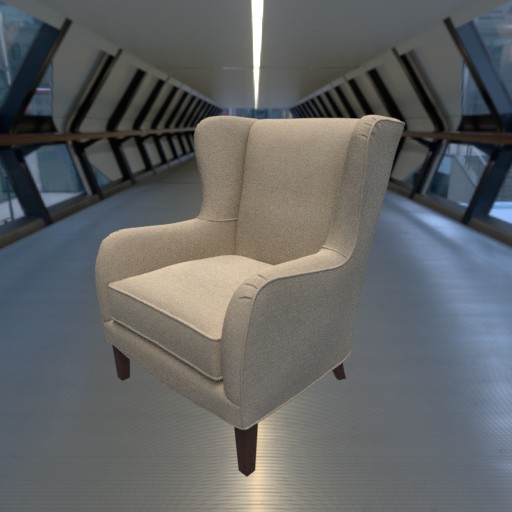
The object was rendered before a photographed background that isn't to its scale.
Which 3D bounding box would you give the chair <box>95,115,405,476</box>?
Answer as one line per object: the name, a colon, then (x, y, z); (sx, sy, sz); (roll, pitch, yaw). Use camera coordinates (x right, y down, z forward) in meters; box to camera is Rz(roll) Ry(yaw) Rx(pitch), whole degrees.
chair: (0.000, 0.000, 1.718); (0.838, 1.040, 0.966); (16, 23, 42)
